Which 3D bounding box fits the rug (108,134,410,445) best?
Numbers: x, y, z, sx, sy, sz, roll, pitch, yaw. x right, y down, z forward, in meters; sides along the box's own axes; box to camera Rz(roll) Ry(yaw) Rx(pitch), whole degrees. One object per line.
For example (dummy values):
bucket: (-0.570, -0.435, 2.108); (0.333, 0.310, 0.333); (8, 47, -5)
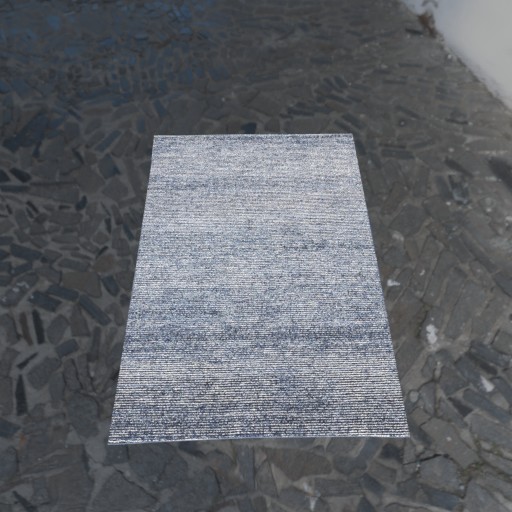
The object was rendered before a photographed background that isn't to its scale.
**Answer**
rug: (0.000, 0.000, 2.993); (1.624, 0.030, 2.349); (-1, 58, 0)
